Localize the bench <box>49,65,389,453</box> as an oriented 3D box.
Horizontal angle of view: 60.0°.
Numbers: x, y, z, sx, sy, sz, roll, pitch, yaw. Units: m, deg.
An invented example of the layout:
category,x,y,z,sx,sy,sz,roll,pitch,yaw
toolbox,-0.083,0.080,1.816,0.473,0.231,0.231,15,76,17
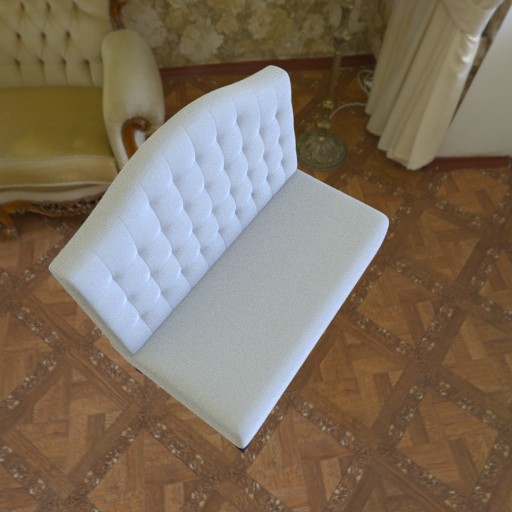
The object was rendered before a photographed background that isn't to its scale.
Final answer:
category,x,y,z,sx,sy,sz,roll,pitch,yaw
bench,0.000,0.000,2.017,0.815,1.180,1.335,31,64,18
